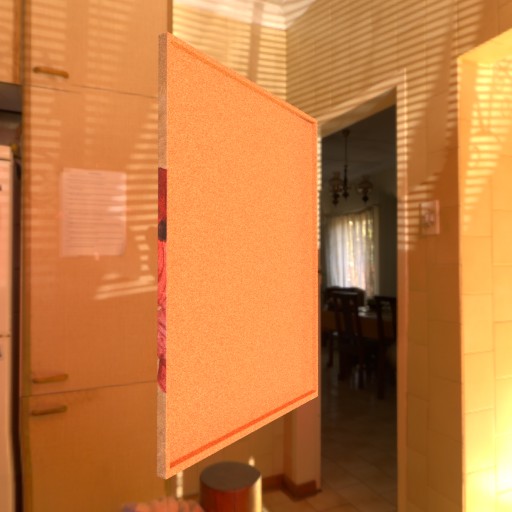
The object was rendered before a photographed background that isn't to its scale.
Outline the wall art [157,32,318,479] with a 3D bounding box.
[{"bbox_3d":[0.000,0.000,1.326,0.031,1.015,0.762,-1,-1,34],"label":"wall art"}]
